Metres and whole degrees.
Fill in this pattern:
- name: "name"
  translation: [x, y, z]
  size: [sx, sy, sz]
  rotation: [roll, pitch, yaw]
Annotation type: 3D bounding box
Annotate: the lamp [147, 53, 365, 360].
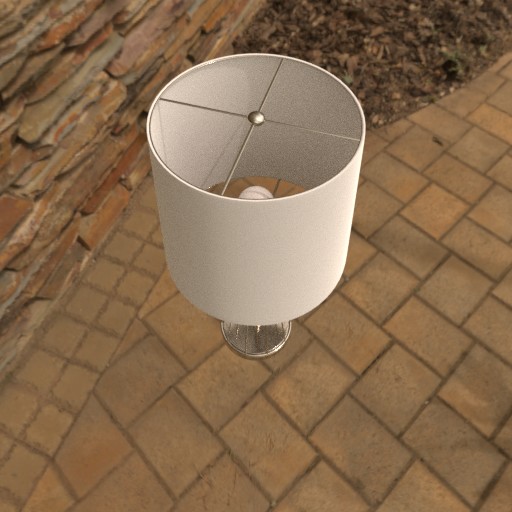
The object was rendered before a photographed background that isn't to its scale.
- name: "lamp"
  translation: [0.000, 0.000, 0.782]
  size: [0.303, 0.618, 0.303]
  rotation: [0, 57, 0]
